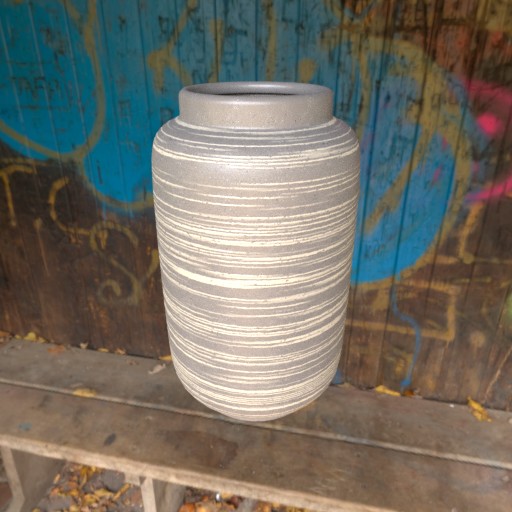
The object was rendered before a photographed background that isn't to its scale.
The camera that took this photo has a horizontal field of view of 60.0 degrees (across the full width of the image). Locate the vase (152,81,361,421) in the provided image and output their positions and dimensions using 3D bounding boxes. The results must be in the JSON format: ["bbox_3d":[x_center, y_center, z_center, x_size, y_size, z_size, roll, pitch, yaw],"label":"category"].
[{"bbox_3d":[0.000,0.000,0.700,0.297,0.499,0.297,0,26,0],"label":"vase"}]
